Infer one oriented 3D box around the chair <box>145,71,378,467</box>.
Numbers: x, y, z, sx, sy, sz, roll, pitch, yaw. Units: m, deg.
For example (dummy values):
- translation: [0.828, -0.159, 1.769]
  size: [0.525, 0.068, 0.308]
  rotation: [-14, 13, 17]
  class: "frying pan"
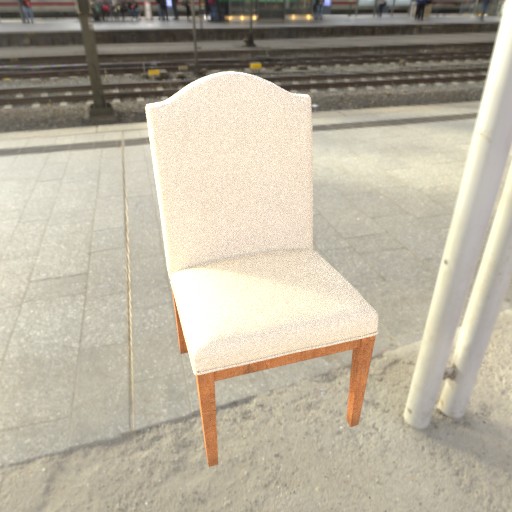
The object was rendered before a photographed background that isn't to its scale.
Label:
- translation: [0.000, 0.000, 1.398]
  size: [0.534, 1.012, 0.648]
  rotation: [-9, 31, -15]
  class: "chair"
